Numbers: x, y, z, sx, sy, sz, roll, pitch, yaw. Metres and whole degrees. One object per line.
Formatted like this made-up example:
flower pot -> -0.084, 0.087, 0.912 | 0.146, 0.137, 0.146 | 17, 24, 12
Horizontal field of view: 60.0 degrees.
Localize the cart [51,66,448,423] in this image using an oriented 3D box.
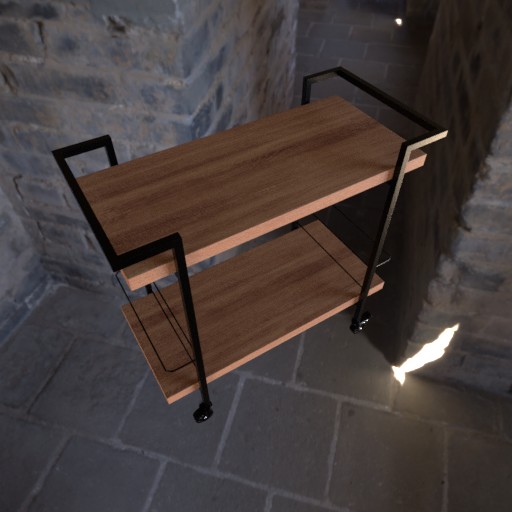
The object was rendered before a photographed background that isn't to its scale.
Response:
cart -> 0.000, 0.000, 1.276 | 0.806, 0.762, 0.406 | -24, 52, -21
